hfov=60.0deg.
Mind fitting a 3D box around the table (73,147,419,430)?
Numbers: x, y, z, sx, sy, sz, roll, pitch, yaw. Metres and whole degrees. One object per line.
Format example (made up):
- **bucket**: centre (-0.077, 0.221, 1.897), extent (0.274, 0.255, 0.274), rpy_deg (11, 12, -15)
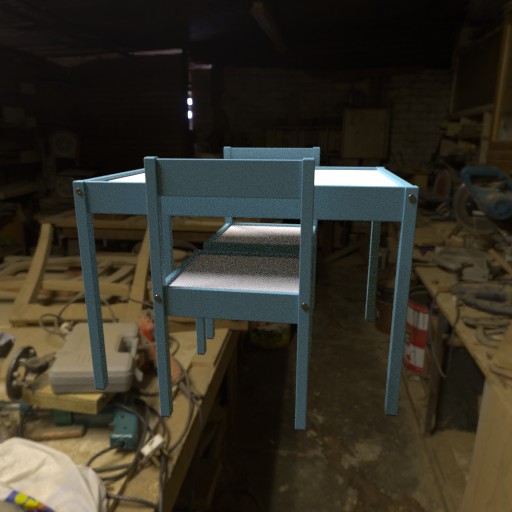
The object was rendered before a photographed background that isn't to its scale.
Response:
- **table**: centre (0.000, 0.000, 1.089), extent (0.639, 0.503, 0.633), rpy_deg (2, 16, 8)
